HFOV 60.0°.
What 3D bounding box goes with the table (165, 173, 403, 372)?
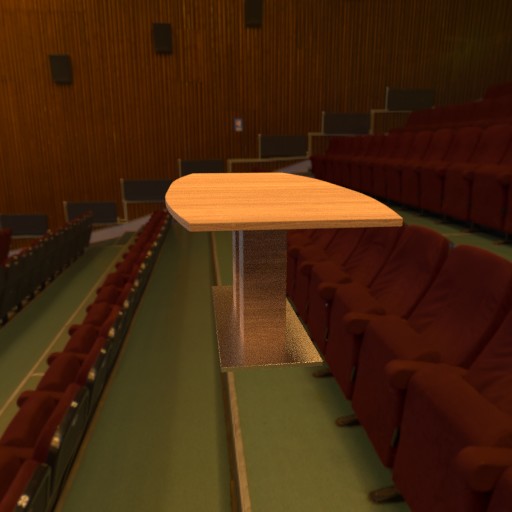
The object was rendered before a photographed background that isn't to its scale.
[{"bbox_3d":[0.000,0.000,2.425,0.900,0.750,2.032,-2,15,-7],"label":"table"}]
